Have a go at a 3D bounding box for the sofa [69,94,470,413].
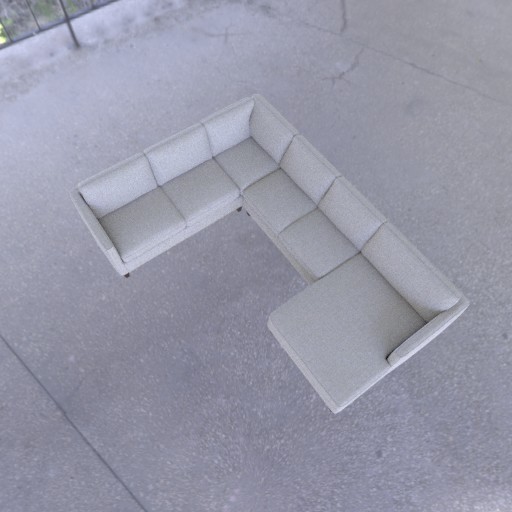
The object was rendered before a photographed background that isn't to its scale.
[{"bbox_3d":[0.000,0.000,4.624,2.551,0.889,3.403,-32,66,-16],"label":"sofa"}]
